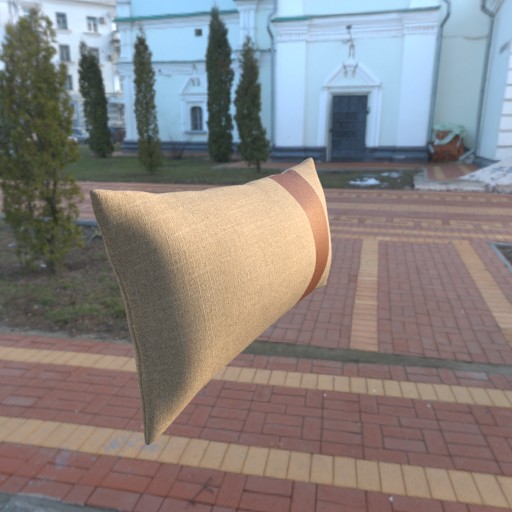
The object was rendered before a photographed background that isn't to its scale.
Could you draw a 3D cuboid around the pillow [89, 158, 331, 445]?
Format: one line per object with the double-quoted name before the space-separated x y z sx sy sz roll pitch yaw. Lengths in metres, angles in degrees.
"pillow" 0.000 0.000 0.725 0.155 0.282 0.612 8 18 26
